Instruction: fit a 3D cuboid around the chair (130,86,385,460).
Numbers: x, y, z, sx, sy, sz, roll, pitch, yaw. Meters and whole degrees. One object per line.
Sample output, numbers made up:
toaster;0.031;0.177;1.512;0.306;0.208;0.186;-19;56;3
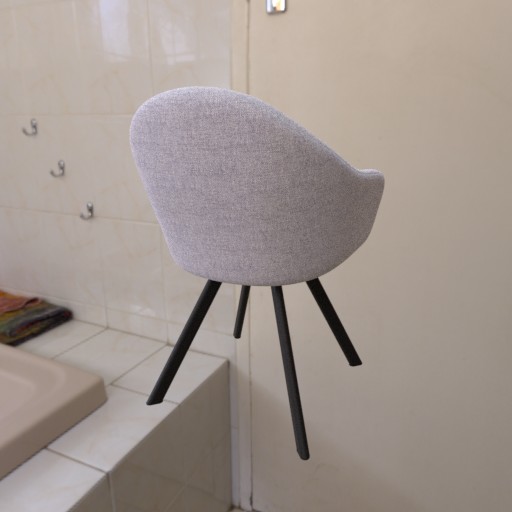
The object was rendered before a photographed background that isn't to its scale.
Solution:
chair;0.000;0.000;1.141;0.540;0.780;0.570;8;18;26
